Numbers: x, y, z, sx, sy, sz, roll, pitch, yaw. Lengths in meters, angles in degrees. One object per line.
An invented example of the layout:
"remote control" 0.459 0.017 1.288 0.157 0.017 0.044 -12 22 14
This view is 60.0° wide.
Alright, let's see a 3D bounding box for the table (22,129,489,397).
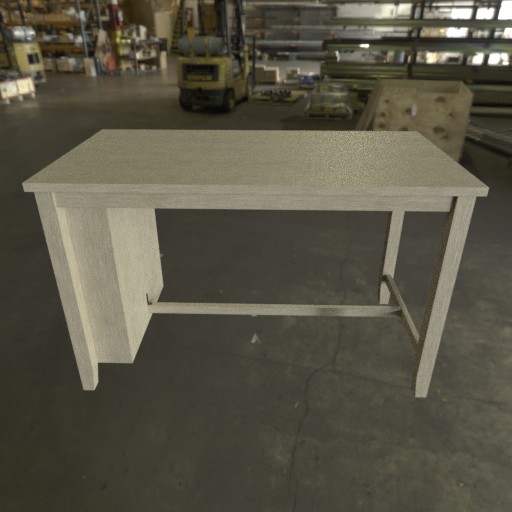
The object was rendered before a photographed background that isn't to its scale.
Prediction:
"table" 0.000 0.000 1.853 1.397 0.874 0.729 1 28 1
